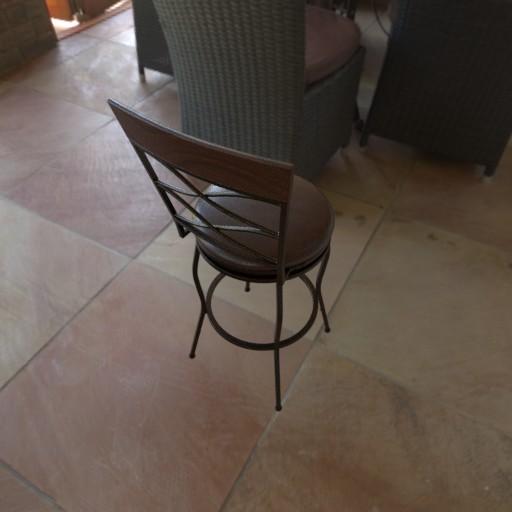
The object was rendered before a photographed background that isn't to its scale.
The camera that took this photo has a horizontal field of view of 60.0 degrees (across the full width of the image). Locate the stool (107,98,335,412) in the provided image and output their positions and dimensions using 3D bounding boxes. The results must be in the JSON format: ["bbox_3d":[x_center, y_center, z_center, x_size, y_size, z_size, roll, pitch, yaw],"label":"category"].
[{"bbox_3d":[0.000,0.000,1.398,0.448,1.130,0.513,25,52,22],"label":"stool"}]
